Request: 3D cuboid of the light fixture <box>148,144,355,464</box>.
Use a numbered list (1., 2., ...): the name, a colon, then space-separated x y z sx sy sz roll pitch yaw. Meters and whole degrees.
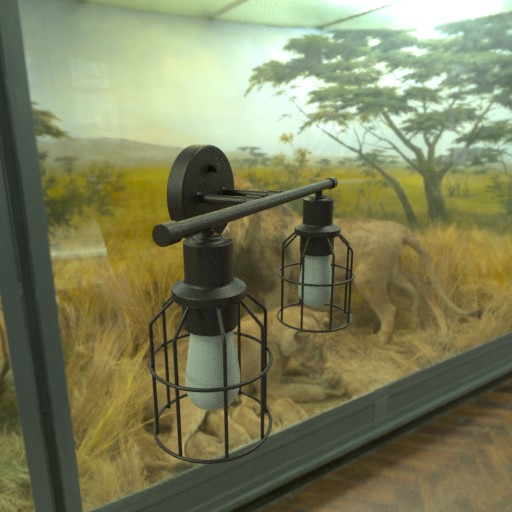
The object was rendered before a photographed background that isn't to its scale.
1. light fixture: 0.000 0.000 0.524 0.165 0.254 0.406 8 17 26
